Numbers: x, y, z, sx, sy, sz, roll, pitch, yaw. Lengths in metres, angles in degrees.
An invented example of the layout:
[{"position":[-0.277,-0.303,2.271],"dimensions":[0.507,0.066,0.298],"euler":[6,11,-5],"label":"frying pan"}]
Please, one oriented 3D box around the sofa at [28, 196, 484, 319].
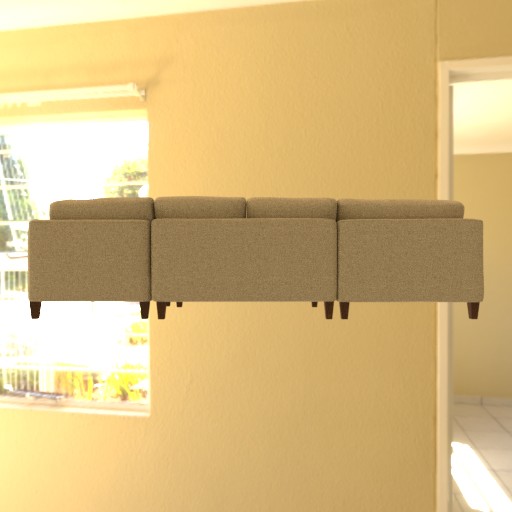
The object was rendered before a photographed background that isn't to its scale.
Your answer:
[{"position":[0.000,0.000,4.577],"dimensions":[3.460,0.959,2.593],"euler":[0,0,0],"label":"sofa"}]
